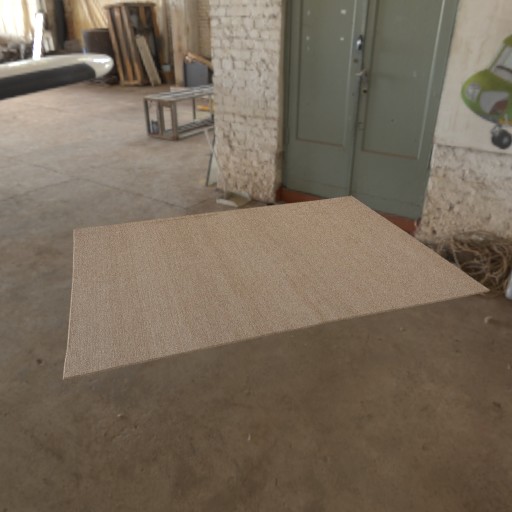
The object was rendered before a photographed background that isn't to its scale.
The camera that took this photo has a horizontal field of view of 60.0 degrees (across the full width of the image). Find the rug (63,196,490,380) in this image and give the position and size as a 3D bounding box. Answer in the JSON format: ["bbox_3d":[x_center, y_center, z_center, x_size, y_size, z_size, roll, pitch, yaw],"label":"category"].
[{"bbox_3d":[0.000,0.000,3.615,2.869,0.038,2.032,-9,29,-16],"label":"rug"}]
